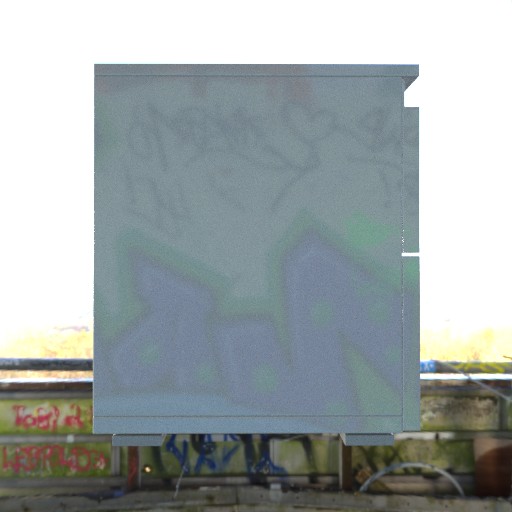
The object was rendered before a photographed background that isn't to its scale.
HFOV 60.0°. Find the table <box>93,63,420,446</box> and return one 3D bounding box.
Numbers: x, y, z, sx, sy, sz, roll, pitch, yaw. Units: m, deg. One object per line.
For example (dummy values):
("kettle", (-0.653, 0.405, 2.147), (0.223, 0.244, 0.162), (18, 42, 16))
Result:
("table", (0.000, 0.000, 0.752), (0.400, 0.470, 0.420), (0, 0, 0))
